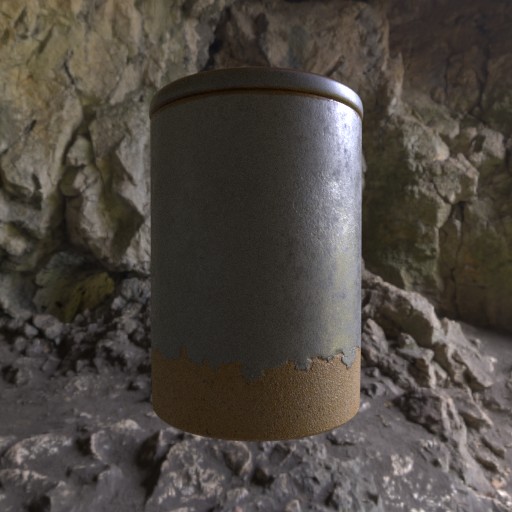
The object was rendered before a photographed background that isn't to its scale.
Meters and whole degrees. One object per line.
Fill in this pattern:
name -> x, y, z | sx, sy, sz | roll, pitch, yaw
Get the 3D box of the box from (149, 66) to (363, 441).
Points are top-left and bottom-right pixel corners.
box -> 0.000, 0.000, 0.251 | 0.118, 0.168, 0.118 | 0, 0, 0
